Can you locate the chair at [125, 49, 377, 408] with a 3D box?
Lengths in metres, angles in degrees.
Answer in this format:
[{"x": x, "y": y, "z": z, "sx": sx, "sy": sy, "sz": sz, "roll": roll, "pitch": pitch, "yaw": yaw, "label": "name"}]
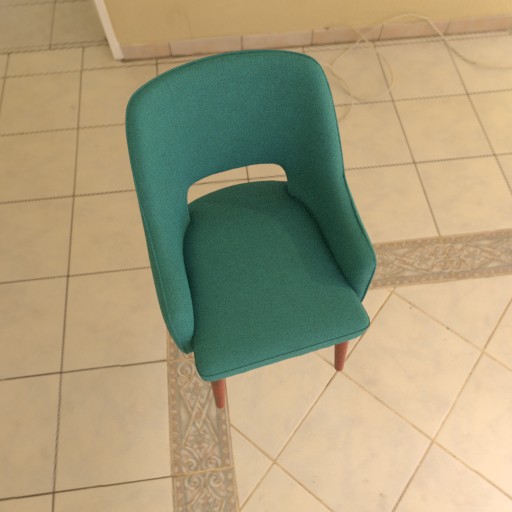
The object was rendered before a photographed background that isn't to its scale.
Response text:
[{"x": 0.000, "y": 0.000, "z": 1.217, "sx": 0.548, "sy": 0.849, "sz": 0.605, "roll": -15, "pitch": 65, "yaw": -7, "label": "chair"}]
